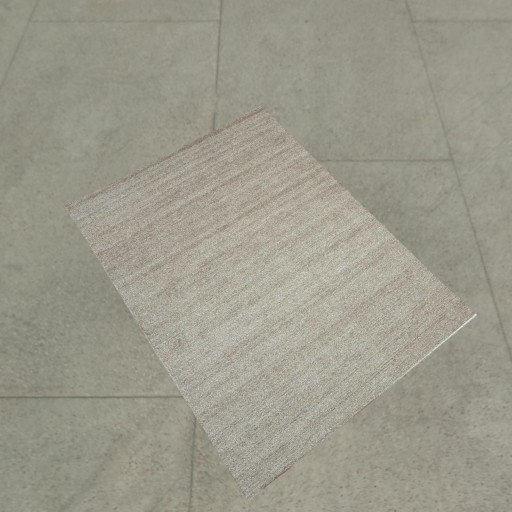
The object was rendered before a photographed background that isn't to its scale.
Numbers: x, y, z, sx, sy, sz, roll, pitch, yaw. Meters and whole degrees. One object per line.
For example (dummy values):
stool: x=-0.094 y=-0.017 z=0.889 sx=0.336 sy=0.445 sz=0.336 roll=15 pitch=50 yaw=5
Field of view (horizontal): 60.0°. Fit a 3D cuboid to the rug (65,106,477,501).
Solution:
rug: x=0.000 y=0.000 z=4.130 sx=2.434 sy=0.045 sz=3.202 roll=-32 pitch=65 yaw=-17
